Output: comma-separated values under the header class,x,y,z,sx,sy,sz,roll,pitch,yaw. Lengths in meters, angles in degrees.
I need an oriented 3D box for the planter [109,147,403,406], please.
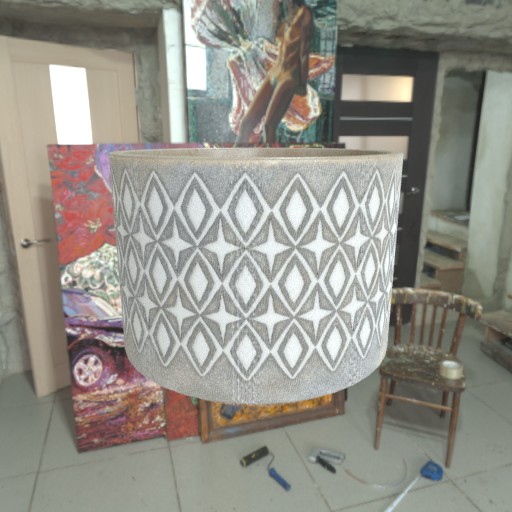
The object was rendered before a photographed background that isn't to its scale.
class,x,y,z,sx,sy,sz,roll,pitch,yaw
planter,0.000,0.000,0.276,0.164,0.127,0.164,0,15,0
